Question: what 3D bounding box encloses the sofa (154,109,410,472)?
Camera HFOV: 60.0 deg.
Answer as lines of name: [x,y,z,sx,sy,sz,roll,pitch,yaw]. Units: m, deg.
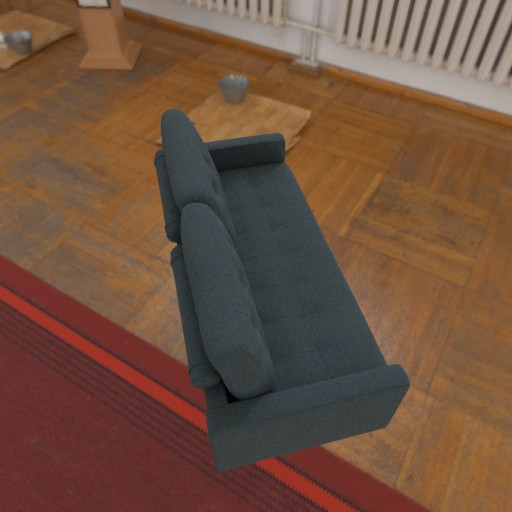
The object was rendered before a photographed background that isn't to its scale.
sofa: [0.000,0.000,2.586,0.966,1.050,2.010,-11,49,-9]
